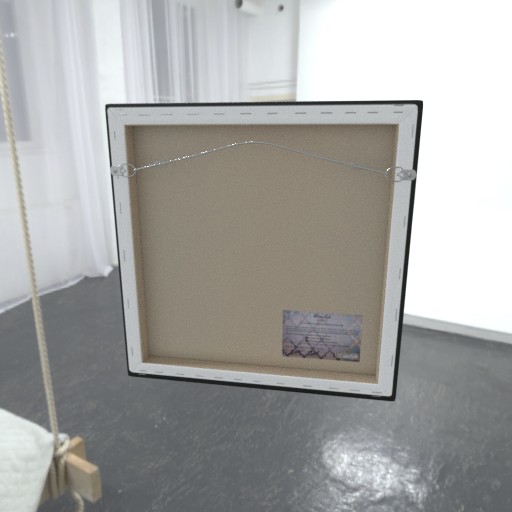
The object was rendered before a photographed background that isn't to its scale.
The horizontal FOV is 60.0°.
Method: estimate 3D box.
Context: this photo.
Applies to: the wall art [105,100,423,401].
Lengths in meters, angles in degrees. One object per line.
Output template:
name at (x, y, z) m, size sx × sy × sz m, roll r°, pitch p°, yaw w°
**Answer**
wall art at (0.000, 0.000, 0.931) m, size 0.610 × 0.611 × 0.043 m, roll 3°, pitch 16°, yaw 10°
